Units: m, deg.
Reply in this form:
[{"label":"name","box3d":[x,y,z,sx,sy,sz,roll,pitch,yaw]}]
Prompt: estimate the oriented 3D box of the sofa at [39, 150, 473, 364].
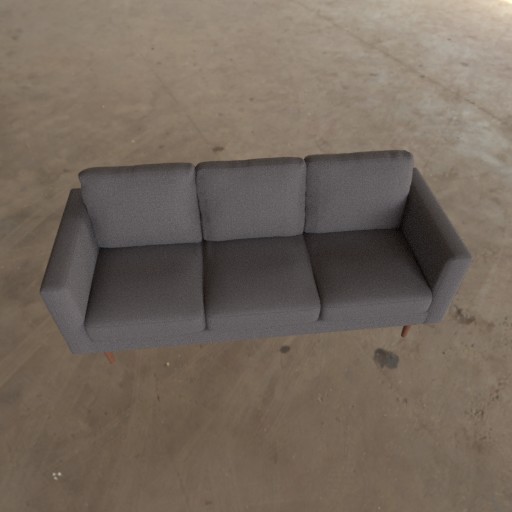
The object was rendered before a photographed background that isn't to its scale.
[{"label":"sofa","box3d":[0.000,0.000,2.466,2.029,0.912,0.802,-4,46,-4]}]
